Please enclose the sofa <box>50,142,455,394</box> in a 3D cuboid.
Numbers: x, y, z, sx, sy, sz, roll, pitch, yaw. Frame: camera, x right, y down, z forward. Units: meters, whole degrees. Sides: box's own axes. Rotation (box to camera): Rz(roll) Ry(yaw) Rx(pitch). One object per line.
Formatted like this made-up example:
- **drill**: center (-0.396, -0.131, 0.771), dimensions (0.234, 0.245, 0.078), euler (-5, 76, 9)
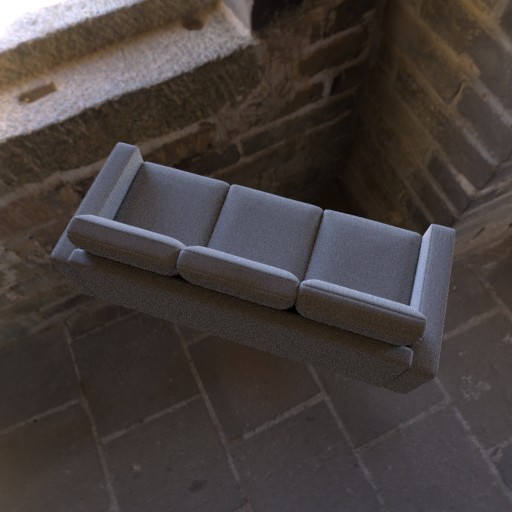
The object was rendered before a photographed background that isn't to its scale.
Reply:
- **sofa**: center (0.000, 0.000, 2.611), dimensions (2.120, 0.800, 0.900), euler (16, 64, 8)
